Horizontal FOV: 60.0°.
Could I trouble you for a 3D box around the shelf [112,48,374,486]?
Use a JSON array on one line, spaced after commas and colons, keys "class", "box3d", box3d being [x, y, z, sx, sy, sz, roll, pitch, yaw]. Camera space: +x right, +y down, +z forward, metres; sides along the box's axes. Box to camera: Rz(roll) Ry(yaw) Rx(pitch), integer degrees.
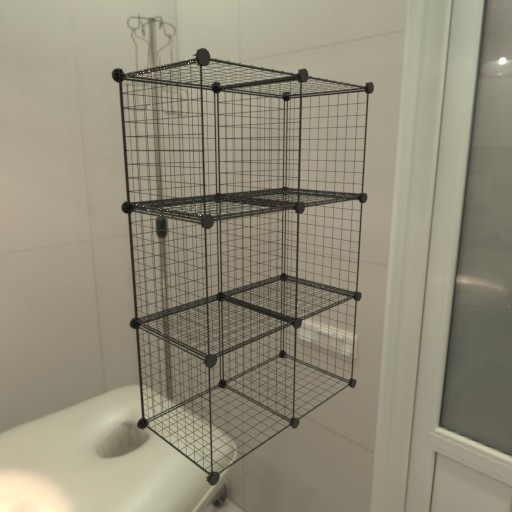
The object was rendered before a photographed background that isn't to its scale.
[{"class": "shelf", "box3d": [0.000, 0.000, 1.402, 0.356, 1.067, 0.711, 13, 19, 42]}]
